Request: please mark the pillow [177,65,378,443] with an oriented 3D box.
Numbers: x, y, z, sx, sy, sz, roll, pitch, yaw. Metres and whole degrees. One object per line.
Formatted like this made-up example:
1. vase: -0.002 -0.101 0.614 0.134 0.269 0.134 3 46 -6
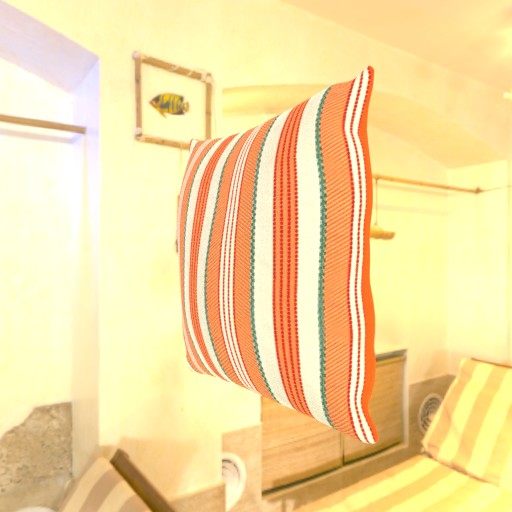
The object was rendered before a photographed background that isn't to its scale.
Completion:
1. pillow: 0.000 0.000 0.670 0.182 0.441 0.440 0 0 -36
